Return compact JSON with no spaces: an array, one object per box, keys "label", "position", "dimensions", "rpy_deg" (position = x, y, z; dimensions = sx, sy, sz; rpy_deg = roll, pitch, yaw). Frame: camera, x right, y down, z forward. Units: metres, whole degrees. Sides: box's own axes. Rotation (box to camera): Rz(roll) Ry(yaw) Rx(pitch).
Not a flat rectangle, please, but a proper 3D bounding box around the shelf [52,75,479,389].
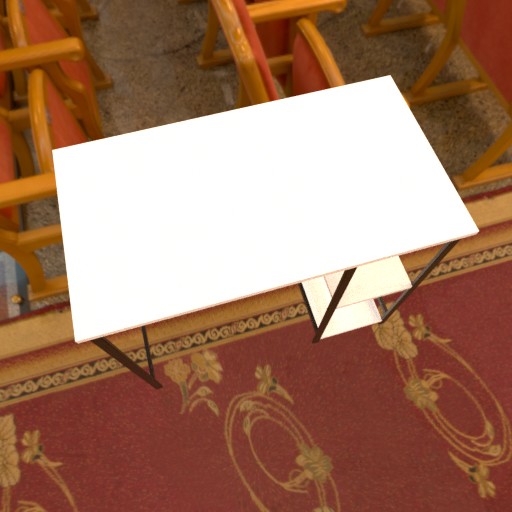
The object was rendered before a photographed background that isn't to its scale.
[{"label":"shelf","position":[0.000,0.000,1.384],"dimensions":[0.902,0.750,0.498],"rpy_deg":[-15,66,-7]}]
